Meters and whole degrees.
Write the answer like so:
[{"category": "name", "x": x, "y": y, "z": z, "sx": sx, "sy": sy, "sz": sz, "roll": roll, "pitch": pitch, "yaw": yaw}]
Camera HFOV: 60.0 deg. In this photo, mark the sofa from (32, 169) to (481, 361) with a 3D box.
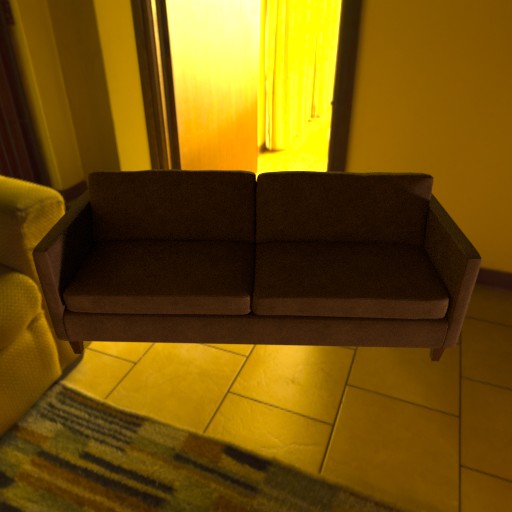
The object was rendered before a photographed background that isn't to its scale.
[{"category": "sofa", "x": 0.000, "y": 0.000, "z": 2.872, "sx": 2.434, "sy": 0.965, "sz": 0.951, "roll": 1, "pitch": 31, "yaw": 1}]
